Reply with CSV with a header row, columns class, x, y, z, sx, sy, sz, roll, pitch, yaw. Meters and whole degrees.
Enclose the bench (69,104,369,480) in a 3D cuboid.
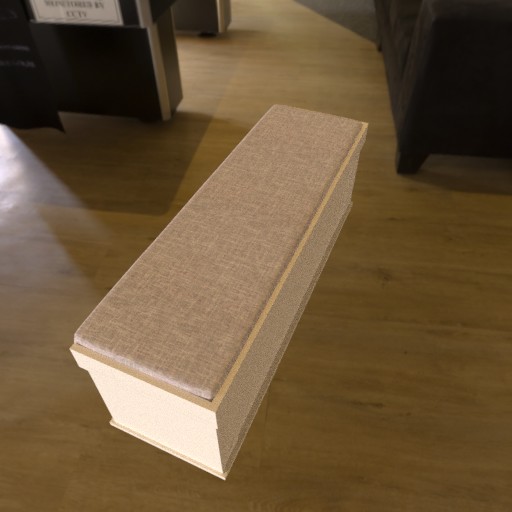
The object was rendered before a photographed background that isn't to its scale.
class,x,y,z,sx,sy,sz,roll,pitch,yaw
bench,0.000,0.000,1.426,0.363,0.453,1.196,18,48,17
